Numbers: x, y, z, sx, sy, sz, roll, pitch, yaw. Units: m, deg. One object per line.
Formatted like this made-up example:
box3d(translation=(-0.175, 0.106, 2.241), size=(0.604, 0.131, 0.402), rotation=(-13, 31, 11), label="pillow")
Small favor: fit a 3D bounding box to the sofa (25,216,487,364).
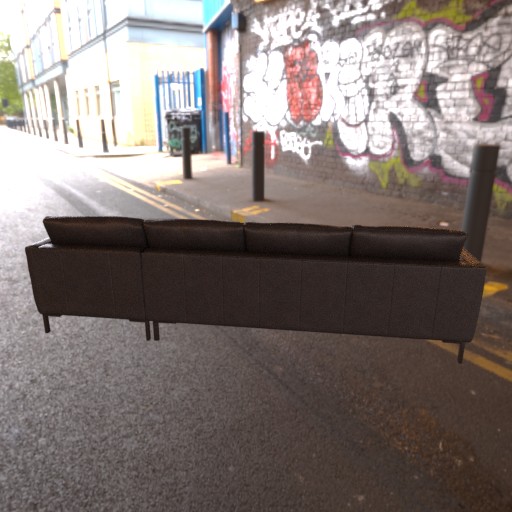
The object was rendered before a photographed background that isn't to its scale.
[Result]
box3d(translation=(0.000, 0.000, 3.558), size=(2.993, 0.859, 1.471), rotation=(3, 18, 8), label="sofa")
